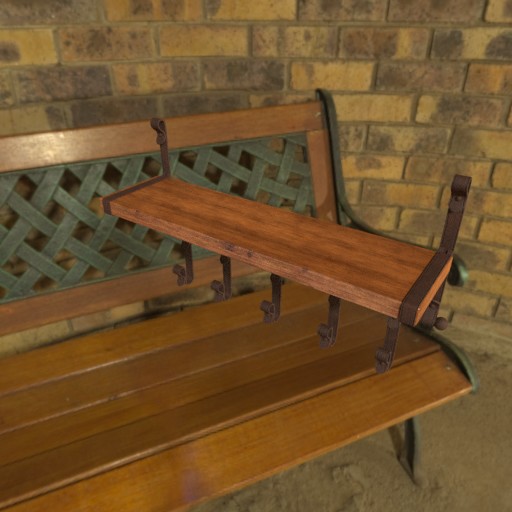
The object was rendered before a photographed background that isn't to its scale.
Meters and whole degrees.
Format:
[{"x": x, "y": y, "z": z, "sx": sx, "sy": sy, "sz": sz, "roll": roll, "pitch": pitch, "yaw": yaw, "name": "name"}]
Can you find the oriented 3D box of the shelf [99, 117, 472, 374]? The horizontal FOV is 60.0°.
[{"x": 0.000, "y": 0.000, "z": 0.691, "sx": 0.567, "sy": 0.330, "sz": 0.146, "roll": 19, "pitch": 35, "yaw": 30, "name": "shelf"}]
